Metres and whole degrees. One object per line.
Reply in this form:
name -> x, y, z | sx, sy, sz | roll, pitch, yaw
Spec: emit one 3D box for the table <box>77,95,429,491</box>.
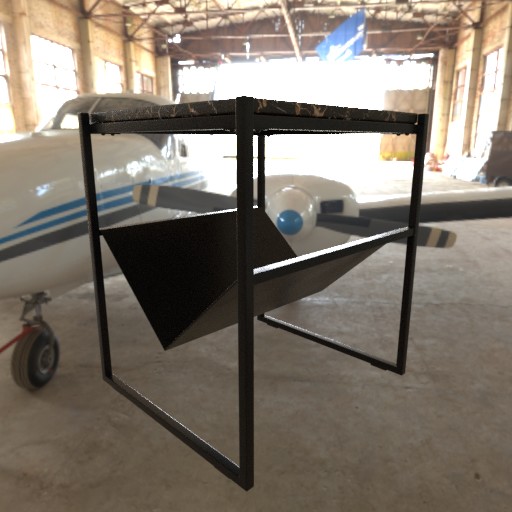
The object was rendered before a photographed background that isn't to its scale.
table -> 0.000, 0.000, 0.867 | 0.432, 0.534, 0.469 | 14, 20, 43
